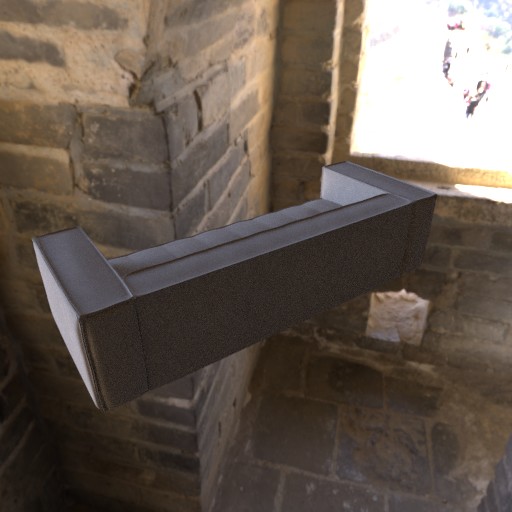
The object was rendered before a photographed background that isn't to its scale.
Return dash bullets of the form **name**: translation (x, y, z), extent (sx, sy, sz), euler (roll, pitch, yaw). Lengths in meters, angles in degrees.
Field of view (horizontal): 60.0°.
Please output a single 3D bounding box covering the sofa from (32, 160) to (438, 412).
- **sofa**: translation (0.000, 0.000, 3.164), extent (2.697, 0.680, 1.038), euler (-19, 35, -30)
